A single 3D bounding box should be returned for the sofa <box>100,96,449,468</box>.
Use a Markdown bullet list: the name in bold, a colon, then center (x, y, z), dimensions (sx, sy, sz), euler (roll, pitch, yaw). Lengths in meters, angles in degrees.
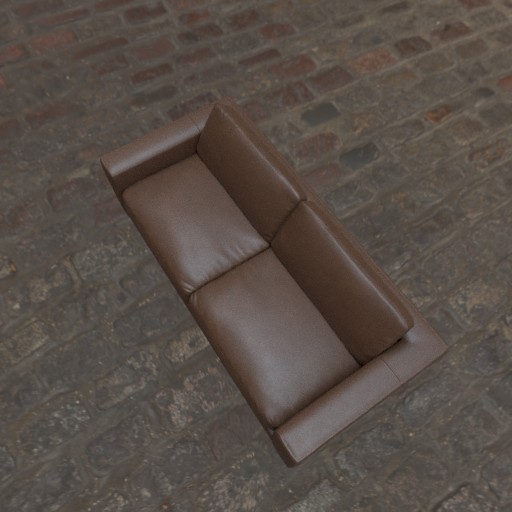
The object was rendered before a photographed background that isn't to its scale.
- **sofa**: center (0.000, 0.000, 2.826), dimensions (1.070, 0.801, 2.262), euler (-31, 68, -14)
